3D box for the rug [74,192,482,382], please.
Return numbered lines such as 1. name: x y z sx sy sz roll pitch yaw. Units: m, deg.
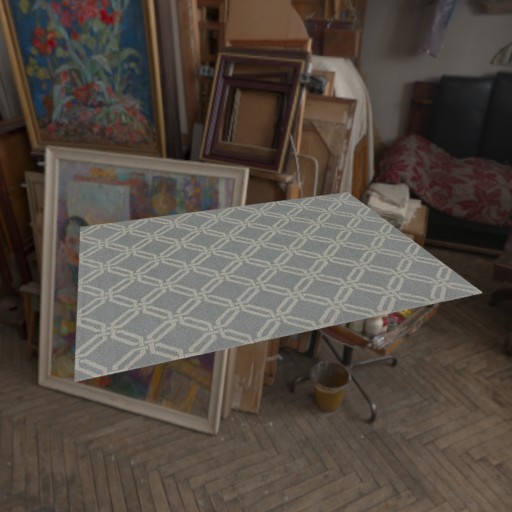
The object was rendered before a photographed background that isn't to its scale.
1. rug: 0.000 0.000 4.416 3.353 0.013 2.438 -9 31 -16
